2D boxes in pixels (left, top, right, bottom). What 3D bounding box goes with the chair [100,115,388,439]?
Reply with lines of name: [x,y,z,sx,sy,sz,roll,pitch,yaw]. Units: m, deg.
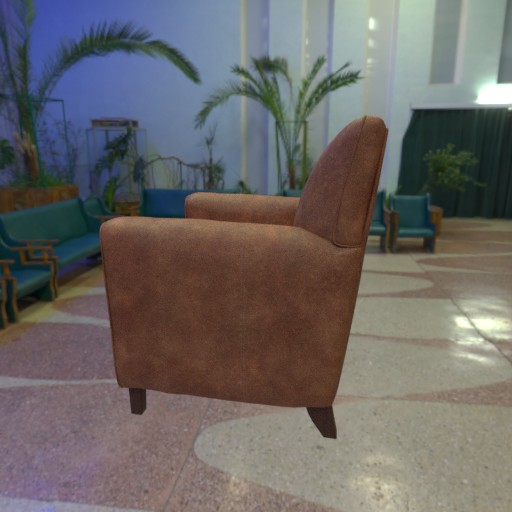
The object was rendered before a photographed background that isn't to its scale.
chair: [0.000,0.000,1.643,0.823,0.943,0.870,3,14,10]
